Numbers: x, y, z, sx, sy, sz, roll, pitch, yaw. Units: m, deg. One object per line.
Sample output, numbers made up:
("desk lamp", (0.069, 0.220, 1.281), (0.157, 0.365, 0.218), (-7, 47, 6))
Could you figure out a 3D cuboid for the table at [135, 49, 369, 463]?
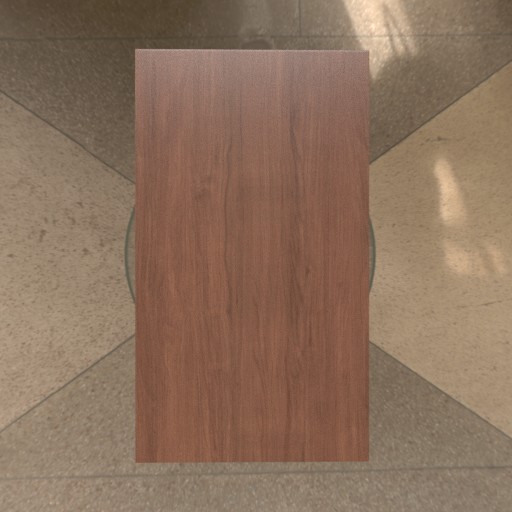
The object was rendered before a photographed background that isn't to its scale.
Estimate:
("table", (0.000, 0.000, 1.286), (0.600, 0.380, 1.020), (0, 90, -1))
